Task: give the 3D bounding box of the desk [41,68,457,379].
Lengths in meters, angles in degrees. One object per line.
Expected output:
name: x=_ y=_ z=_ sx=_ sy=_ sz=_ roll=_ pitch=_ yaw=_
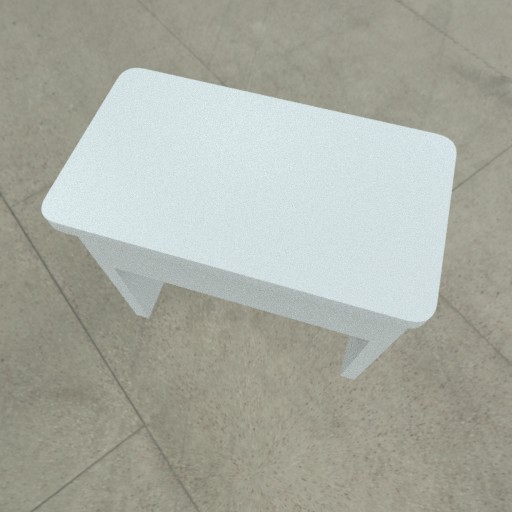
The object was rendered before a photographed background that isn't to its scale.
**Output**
desk: x=0.000 y=0.000 z=1.265 sx=0.790 sy=0.760 sz=0.446 roll=15 pitch=65 yaw=7
